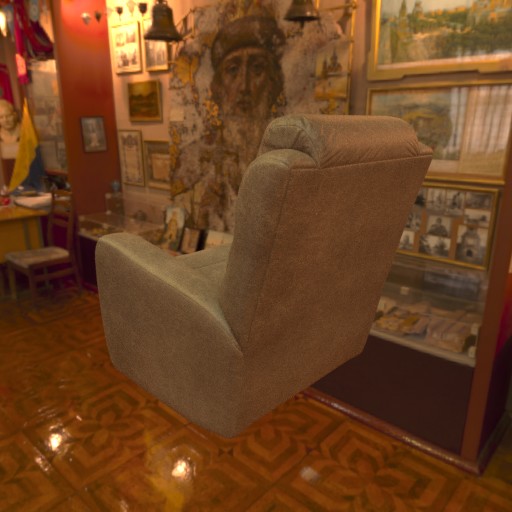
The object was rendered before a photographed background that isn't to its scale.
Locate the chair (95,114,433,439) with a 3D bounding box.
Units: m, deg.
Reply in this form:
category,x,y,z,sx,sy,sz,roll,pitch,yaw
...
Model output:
category,x,y,z,sx,sy,sz,roll,pitch,yaw
chair,0.000,0.000,1.855,1.068,1.116,0.965,16,23,42
